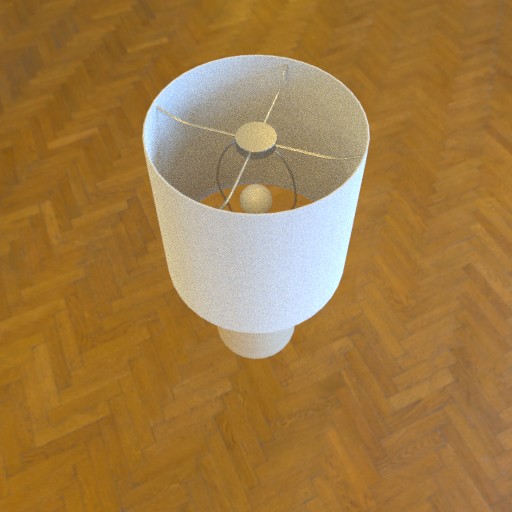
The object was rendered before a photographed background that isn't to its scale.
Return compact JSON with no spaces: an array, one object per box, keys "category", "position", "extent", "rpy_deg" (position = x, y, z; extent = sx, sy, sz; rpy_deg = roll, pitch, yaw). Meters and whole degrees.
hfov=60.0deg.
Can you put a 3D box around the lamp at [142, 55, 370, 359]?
[{"category":"lamp","position":[0.000,0.000,0.480],"extent":[0.186,0.369,0.186],"rpy_deg":[0,59,0]}]
